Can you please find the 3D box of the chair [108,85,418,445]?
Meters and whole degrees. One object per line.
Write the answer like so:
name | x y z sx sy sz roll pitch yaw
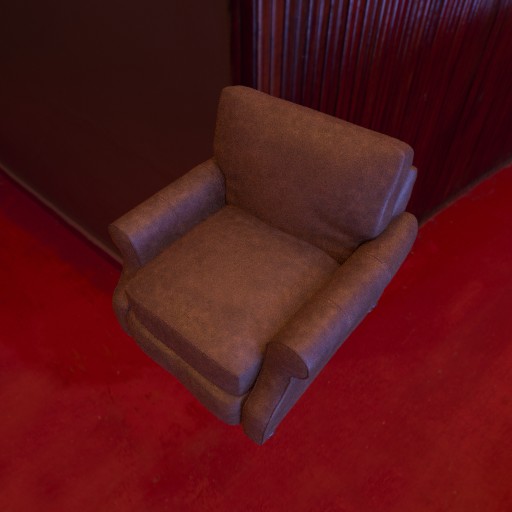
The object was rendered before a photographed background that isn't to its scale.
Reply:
chair | 0.000 0.000 1.793 0.996 0.976 1.002 31 54 26
